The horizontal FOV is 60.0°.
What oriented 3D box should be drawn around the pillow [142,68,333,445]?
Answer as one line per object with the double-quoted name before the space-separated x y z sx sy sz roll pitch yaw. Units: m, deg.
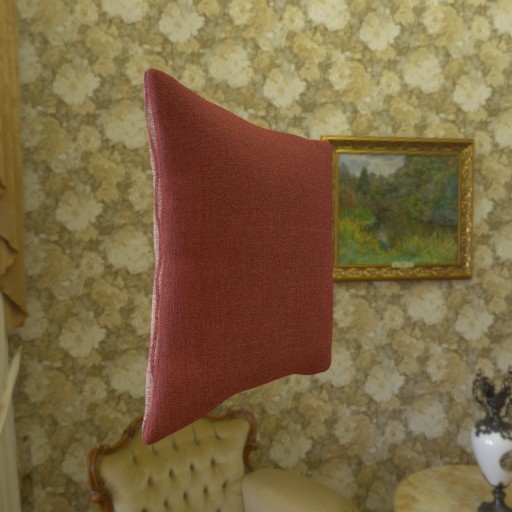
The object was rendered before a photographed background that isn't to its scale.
"pillow" 0.000 0.000 0.677 0.159 0.434 0.429 0 1 37
